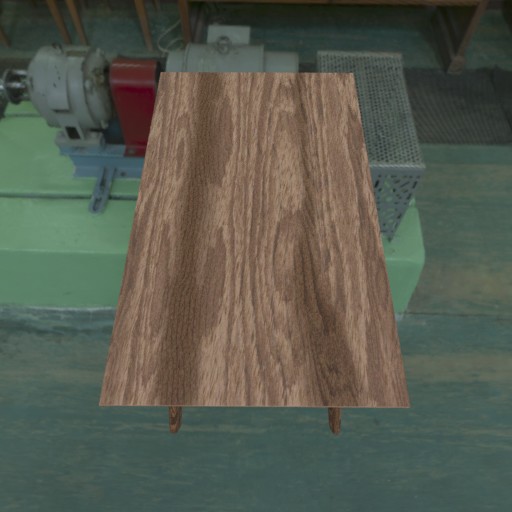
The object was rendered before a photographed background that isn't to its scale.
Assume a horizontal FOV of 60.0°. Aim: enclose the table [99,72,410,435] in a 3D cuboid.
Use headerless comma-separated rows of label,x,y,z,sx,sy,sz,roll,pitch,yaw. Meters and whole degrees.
table,0.000,0.000,1.800,0.801,0.724,1.349,0,58,0
